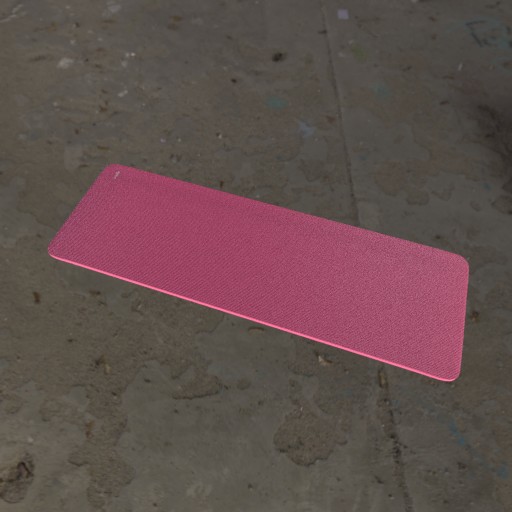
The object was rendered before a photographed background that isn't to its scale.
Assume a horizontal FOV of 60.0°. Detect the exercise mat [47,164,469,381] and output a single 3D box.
[{"bbox_3d":[0.000,0.000,2.052,1.884,0.021,0.616,16,59,10],"label":"exercise mat"}]
